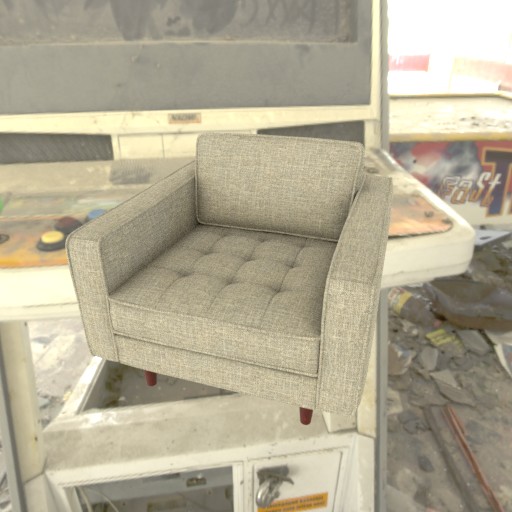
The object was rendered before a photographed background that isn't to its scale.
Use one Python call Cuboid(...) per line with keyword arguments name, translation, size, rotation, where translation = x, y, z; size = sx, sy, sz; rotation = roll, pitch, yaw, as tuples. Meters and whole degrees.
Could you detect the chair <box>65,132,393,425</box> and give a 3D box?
Cuboid(name="chair", translation=(0.000, 0.000, 1.599), size=(0.889, 0.765, 0.914), rotation=(8, 28, 16))
